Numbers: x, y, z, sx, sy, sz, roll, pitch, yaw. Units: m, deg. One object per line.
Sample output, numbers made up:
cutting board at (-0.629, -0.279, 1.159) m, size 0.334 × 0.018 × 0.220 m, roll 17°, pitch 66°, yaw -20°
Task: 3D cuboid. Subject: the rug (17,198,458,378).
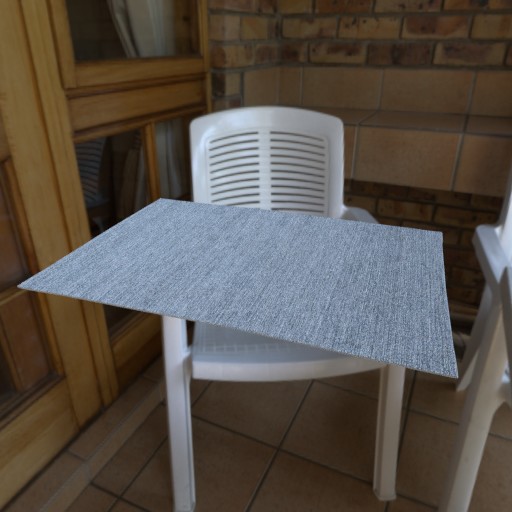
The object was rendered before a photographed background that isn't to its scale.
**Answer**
rug at (0.000, 0.000, 2.873) m, size 2.338 × 0.030 × 1.616 m, roll 9°, pitch 28°, yaw 17°
